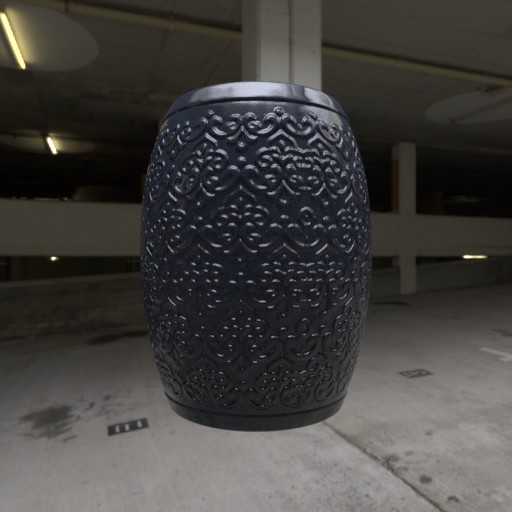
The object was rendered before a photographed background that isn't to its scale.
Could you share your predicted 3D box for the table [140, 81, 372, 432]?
[{"bbox_3d":[0.000,0.000,0.610,0.309,0.397,0.309,0,0,0],"label":"table"}]
